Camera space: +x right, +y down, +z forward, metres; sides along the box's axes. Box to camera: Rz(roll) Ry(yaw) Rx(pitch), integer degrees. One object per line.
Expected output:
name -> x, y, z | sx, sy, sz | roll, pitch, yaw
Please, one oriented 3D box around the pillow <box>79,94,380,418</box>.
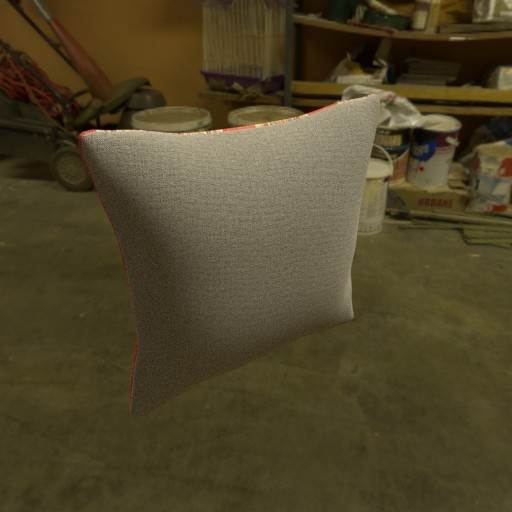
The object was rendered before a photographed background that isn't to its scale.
pillow -> 0.000, 0.000, 0.652 | 0.437, 0.419, 0.136 | -18, 34, -28
